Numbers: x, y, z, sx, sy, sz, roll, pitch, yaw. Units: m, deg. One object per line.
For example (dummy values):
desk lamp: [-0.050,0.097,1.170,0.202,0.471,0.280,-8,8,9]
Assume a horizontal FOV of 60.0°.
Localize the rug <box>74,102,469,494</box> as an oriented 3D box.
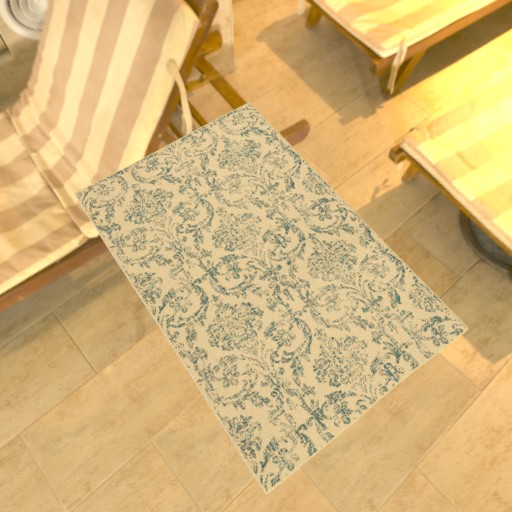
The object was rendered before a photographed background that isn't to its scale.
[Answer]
rug: [0.000,0.000,3.466,1.819,0.018,2.746,-33,67,-15]
